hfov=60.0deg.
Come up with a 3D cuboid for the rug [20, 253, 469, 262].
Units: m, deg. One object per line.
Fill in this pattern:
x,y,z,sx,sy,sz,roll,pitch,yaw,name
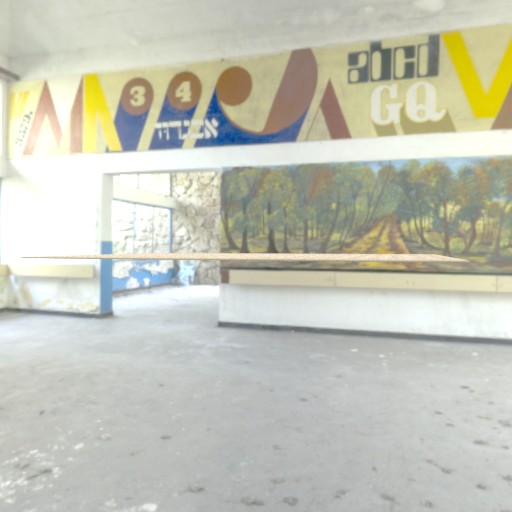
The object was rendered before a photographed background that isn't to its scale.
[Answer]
0.000,0.000,2.291,1.828,0.007,1.220,0,1,17,rug
